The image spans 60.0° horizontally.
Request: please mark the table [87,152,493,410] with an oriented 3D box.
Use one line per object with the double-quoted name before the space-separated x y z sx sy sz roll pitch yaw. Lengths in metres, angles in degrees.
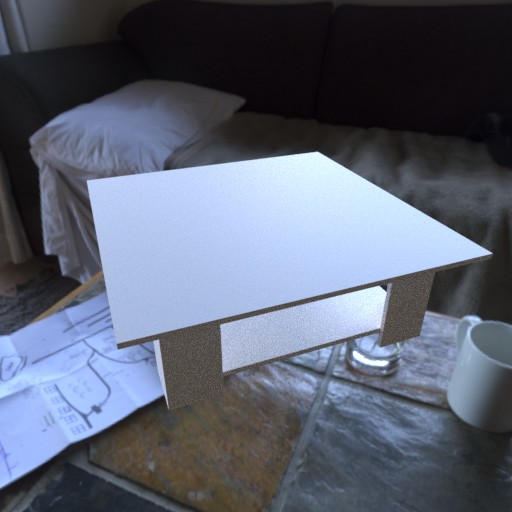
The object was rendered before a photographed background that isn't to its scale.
"table" 0.000 0.000 1.372 0.890 0.305 0.890 -11 32 -19
